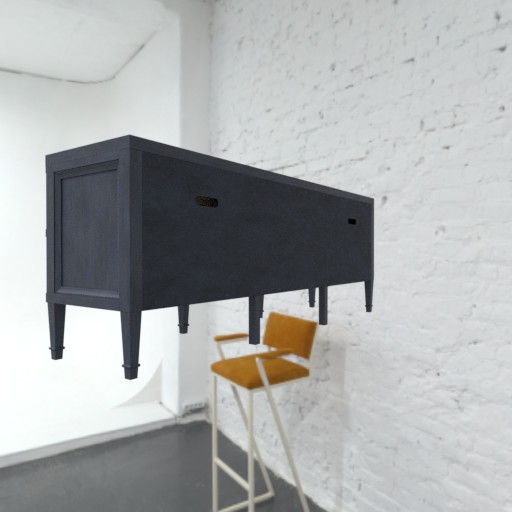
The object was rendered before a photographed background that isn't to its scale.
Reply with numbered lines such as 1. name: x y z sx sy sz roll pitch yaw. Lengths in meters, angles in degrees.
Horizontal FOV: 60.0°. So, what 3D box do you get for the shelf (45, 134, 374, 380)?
1. shelf: 0.000 0.000 2.179 0.471 0.715 1.878 0 1 36
